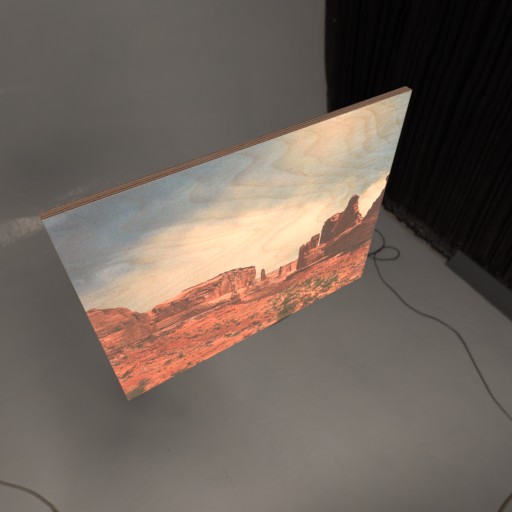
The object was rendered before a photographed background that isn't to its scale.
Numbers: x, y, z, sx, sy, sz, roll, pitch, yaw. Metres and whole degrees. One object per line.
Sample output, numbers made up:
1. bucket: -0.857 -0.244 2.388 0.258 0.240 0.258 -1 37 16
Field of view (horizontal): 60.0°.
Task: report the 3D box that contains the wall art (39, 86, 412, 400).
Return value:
1. wall art: 0.000 0.000 0.682 0.508 0.406 0.013 -25 52 -21
